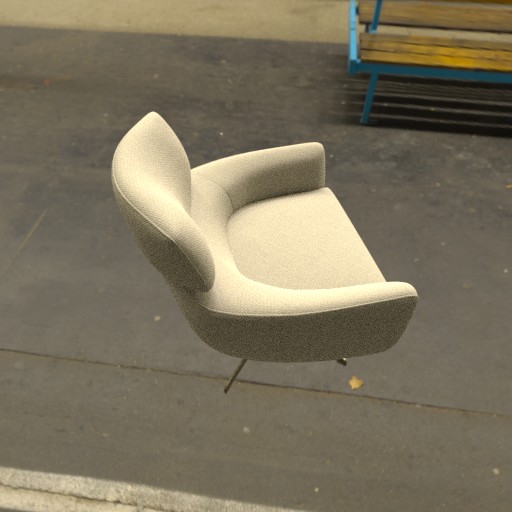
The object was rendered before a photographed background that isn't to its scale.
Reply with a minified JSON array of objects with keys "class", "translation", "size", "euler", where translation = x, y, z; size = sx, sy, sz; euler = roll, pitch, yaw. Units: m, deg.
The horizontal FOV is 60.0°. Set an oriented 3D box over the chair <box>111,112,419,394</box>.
[{"class":"chair","translation":[0.000,0.000,1.411],"size":[0.730,0.810,0.760],"euler":[-10,47,-10]}]
